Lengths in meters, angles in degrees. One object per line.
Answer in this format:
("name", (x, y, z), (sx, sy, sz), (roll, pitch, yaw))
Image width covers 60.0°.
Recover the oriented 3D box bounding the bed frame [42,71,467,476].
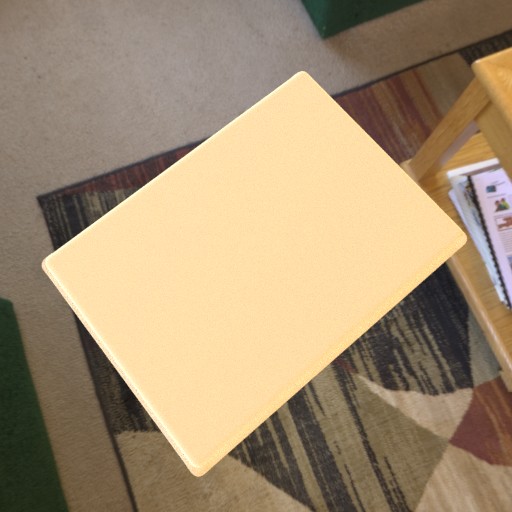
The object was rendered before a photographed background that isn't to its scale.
("bed frame", (0.000, 0.000, 2.526), (1.900, 0.406, 1.400), (-39, 79, -9))
